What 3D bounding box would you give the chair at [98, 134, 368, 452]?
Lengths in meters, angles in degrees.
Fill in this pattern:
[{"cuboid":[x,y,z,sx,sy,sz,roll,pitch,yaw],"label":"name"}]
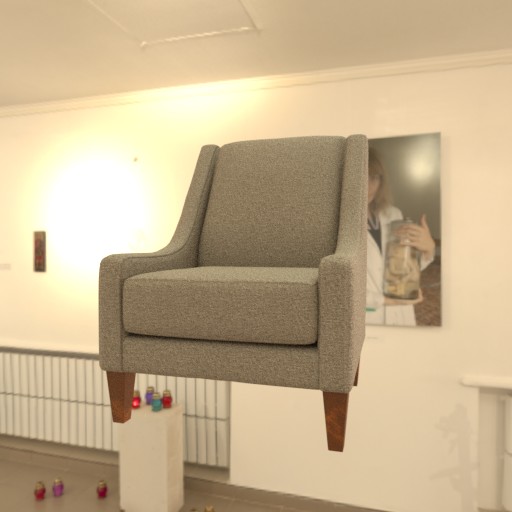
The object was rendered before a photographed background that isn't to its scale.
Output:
[{"cuboid":[0.000,0.000,1.618,0.774,1.016,0.870,0,1,17],"label":"chair"}]
